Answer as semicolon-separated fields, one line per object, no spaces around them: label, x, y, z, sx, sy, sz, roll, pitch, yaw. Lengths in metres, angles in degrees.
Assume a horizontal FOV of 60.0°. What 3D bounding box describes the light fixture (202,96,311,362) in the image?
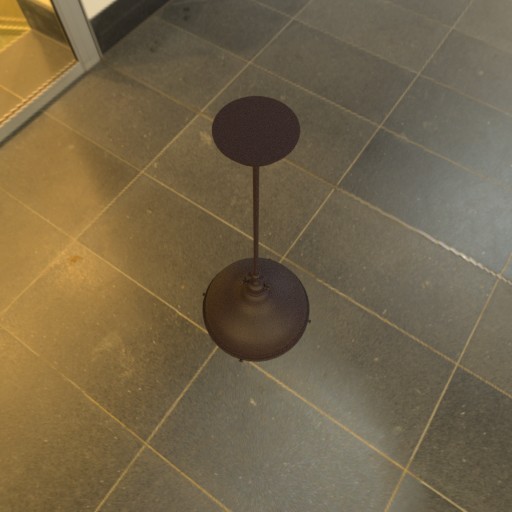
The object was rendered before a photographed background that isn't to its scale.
light fixture;0.000;0.000;1.032;0.341;0.849;0.341;14;65;7
